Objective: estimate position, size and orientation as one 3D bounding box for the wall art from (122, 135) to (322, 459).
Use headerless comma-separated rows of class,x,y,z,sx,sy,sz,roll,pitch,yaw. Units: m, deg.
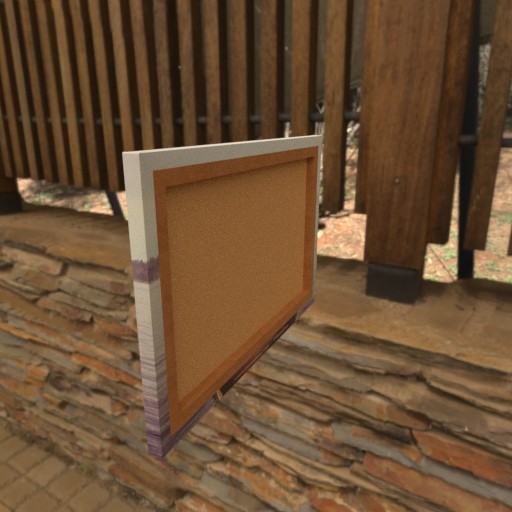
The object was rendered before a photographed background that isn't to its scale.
wall art,0.000,0.000,1.208,0.037,0.609,0.916,8,19,26
